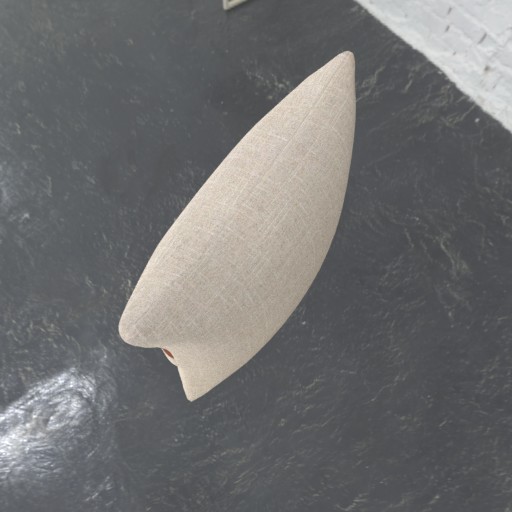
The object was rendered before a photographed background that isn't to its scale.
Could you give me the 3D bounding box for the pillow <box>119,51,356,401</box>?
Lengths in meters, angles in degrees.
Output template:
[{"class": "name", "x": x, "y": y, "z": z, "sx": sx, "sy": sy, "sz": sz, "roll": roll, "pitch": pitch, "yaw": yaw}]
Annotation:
[{"class": "pillow", "x": 0.000, "y": 0.000, "z": 0.625, "sx": 0.173, "sy": 0.399, "sz": 0.414, "roll": 30, "pitch": 68, "yaw": 14}]
